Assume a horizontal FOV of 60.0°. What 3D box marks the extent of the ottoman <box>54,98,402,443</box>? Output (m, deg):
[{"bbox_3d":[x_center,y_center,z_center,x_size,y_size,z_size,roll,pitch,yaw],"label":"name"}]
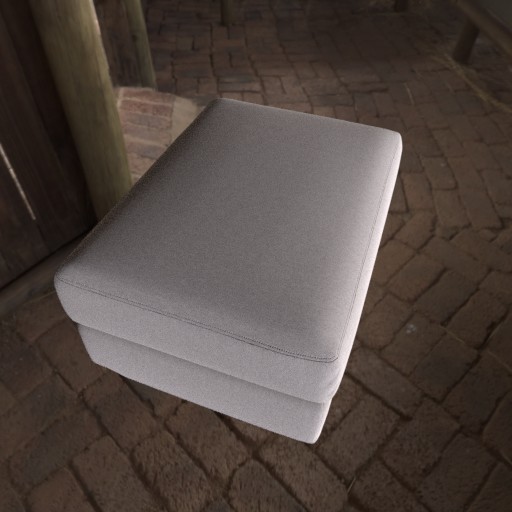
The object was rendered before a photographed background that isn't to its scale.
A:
[{"bbox_3d":[0.000,0.000,1.138,0.574,0.497,0.773,15,48,14],"label":"ottoman"}]
